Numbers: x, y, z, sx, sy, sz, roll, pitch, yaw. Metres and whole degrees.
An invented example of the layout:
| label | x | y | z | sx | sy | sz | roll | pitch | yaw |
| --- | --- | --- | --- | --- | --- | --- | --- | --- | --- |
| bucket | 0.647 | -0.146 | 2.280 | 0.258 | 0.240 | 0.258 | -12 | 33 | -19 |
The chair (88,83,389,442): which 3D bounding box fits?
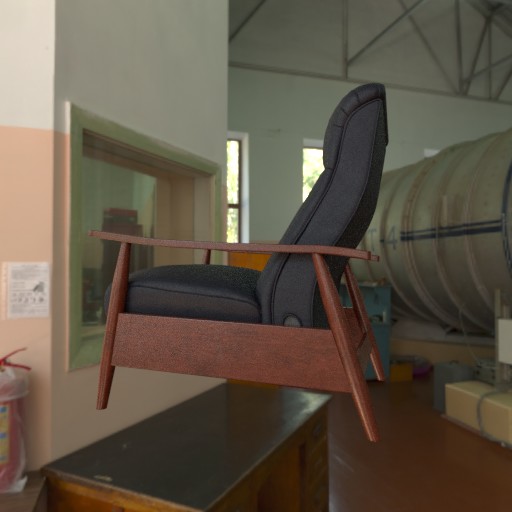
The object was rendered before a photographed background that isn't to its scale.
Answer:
| label | x | y | z | sx | sy | sz | roll | pitch | yaw |
| --- | --- | --- | --- | --- | --- | --- | --- | --- | --- |
| chair | 0.000 | 0.000 | 1.771 | 1.014 | 1.082 | 0.762 | 0 | -1 | 18 |
